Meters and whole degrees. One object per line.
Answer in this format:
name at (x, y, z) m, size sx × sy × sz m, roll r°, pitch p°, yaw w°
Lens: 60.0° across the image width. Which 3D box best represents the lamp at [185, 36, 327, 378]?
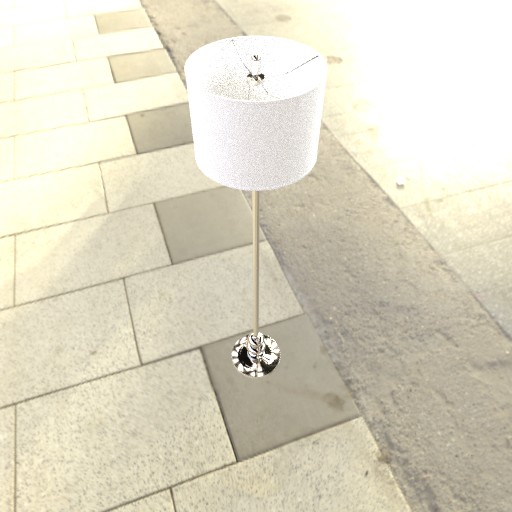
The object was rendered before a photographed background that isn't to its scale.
lamp at (0.000, 0.000, 1.646) m, size 0.356 × 1.487 × 0.356 m, roll -17°, pitch 50°, yaw -14°
